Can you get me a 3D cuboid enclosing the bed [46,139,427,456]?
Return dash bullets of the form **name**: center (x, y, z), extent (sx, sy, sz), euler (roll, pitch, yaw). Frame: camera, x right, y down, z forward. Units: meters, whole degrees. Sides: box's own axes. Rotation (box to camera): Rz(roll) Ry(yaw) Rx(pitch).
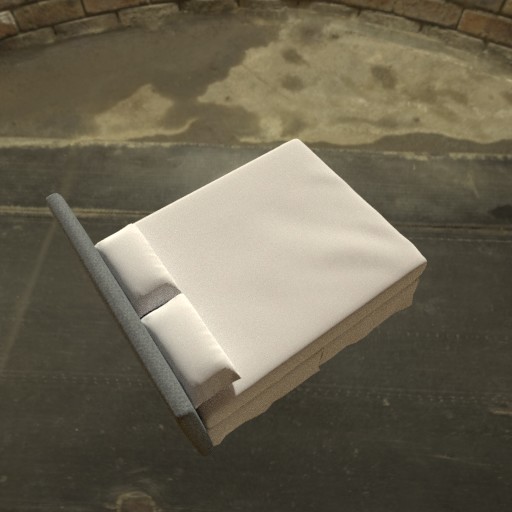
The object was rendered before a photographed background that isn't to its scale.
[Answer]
- **bed**: center (0.000, 0.000, 3.281), extent (2.142, 1.330, 1.723), euler (-31, 64, -18)
